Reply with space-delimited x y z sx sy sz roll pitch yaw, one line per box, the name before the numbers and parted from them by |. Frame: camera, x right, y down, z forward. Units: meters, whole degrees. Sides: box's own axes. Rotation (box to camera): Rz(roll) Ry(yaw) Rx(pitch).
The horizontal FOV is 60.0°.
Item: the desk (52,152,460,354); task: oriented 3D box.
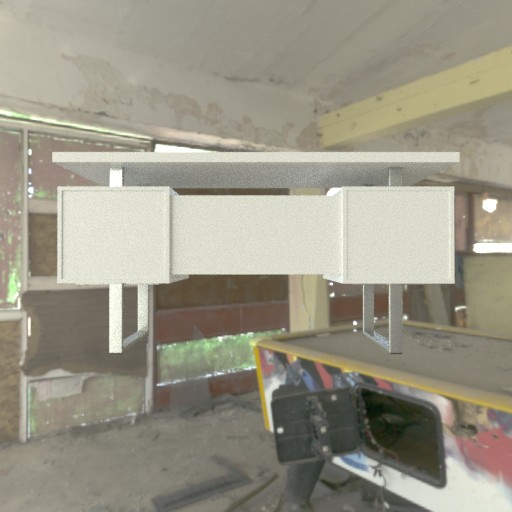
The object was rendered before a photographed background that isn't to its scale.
desk | 0.000 0.000 1.957 1.530 0.773 0.603 0 0 0
